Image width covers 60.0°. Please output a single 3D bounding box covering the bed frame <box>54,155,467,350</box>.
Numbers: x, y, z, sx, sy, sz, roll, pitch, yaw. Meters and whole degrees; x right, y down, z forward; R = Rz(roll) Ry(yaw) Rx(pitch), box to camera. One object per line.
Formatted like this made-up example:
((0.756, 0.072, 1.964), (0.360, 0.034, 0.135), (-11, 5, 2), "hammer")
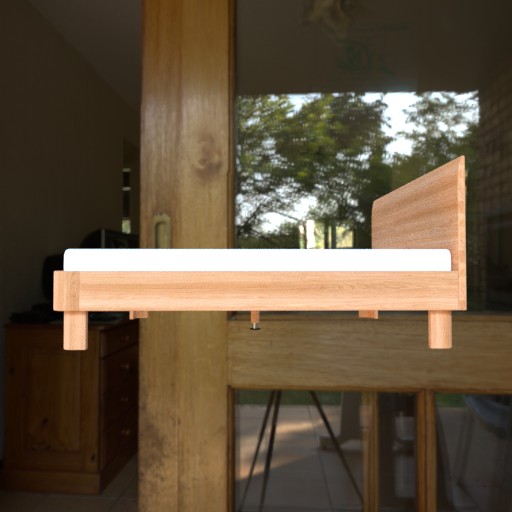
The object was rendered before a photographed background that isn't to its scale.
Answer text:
((0.000, 0.000, 2.849), (1.992, 0.940, 1.472), (0, -1, -1), "bed frame")
